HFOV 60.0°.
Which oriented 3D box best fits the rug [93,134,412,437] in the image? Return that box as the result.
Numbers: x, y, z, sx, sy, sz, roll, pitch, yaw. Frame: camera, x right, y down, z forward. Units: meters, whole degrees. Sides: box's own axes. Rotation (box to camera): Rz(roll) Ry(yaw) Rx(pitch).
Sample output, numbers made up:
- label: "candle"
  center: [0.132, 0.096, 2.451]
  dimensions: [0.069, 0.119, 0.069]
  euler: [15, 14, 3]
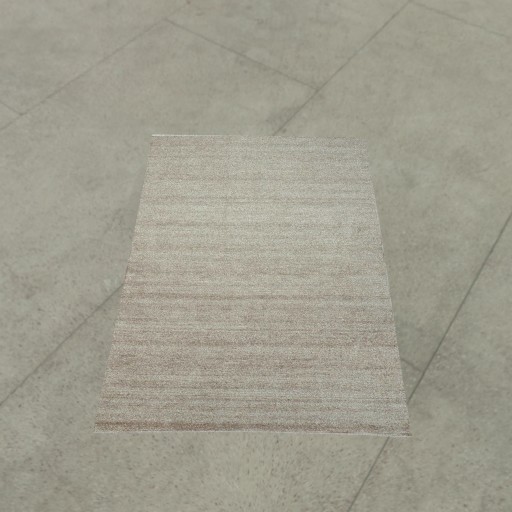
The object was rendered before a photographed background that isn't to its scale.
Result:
- label: "rug"
  center: [0.000, 0.000, 4.197]
  dimensions: [2.434, 0.045, 3.202]
  euler: [1, 59, 1]
